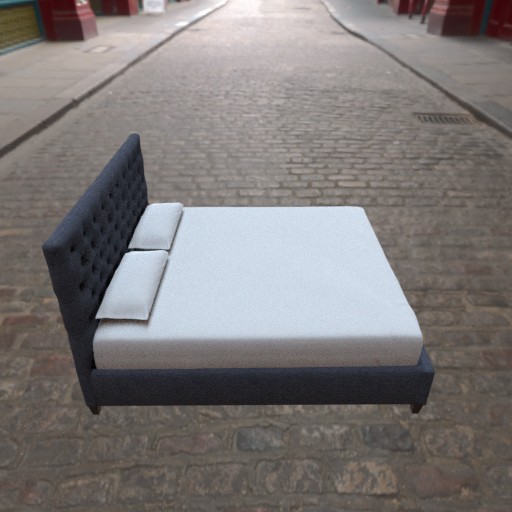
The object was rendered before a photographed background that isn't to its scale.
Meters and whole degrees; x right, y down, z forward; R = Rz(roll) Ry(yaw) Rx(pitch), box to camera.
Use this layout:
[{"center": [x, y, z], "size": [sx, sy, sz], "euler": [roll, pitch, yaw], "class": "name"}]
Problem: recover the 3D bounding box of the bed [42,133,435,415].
[{"center": [0.000, 0.000, 3.637], "size": [2.387, 1.427, 2.078], "euler": [0, 32, 0], "class": "bed"}]
